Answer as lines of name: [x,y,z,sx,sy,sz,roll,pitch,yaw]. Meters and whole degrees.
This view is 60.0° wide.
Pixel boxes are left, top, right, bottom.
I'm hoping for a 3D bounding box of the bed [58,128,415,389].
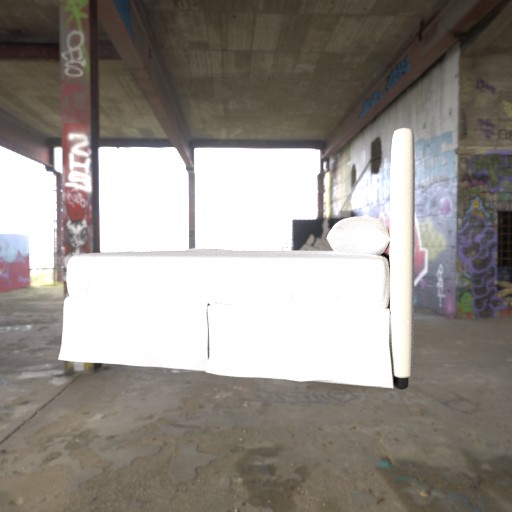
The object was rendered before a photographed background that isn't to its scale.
bed: [0.000,0.000,3.260,2.142,1.330,1.713,0,1,17]
